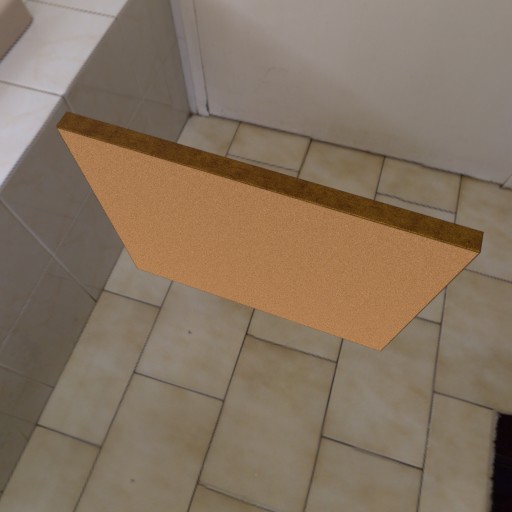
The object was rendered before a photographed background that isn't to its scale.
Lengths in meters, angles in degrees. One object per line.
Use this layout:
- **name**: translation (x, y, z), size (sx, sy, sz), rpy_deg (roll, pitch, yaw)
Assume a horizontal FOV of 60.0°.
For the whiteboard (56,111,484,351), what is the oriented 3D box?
- **whiteboard**: translation (0.000, 0.000, 0.764), size (0.561, 0.457, 0.029), rpy_deg (18, 65, 9)
